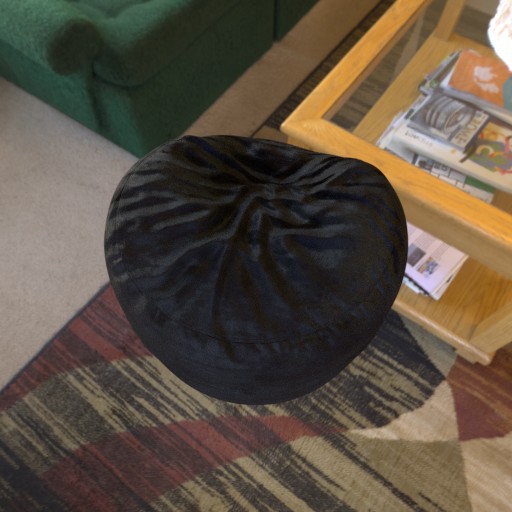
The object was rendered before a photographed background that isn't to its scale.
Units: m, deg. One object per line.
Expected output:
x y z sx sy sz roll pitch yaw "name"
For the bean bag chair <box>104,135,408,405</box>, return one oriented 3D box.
0.000 0.000 1.488 0.918 0.616 0.918 0 63 0 "bean bag chair"
